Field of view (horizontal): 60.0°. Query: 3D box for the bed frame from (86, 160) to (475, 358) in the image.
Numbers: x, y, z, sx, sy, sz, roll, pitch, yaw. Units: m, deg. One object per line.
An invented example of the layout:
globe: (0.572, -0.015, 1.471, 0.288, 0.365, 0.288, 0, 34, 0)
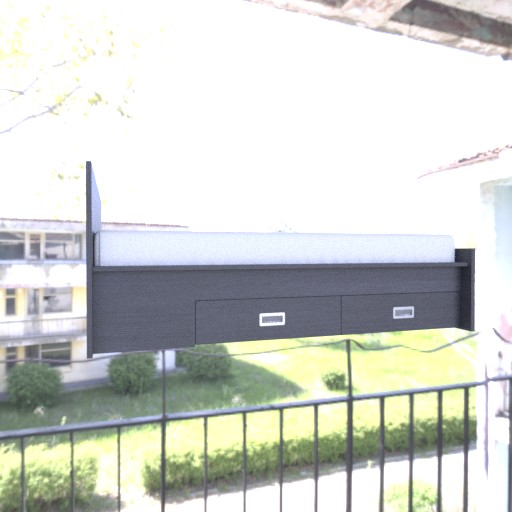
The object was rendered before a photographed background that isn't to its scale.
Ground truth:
bed frame: (0.000, 0.000, 2.859, 1.960, 0.800, 1.622, 0, 1, -18)
